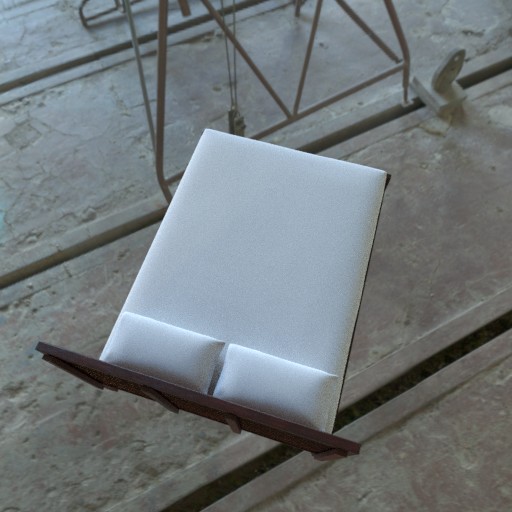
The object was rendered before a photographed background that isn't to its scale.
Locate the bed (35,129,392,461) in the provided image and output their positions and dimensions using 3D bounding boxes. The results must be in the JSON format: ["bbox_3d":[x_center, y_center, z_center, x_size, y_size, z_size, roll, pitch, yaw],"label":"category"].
[{"bbox_3d":[0.000,0.000,3.855,2.040,1.492,2.803,15,65,7],"label":"bed"}]
